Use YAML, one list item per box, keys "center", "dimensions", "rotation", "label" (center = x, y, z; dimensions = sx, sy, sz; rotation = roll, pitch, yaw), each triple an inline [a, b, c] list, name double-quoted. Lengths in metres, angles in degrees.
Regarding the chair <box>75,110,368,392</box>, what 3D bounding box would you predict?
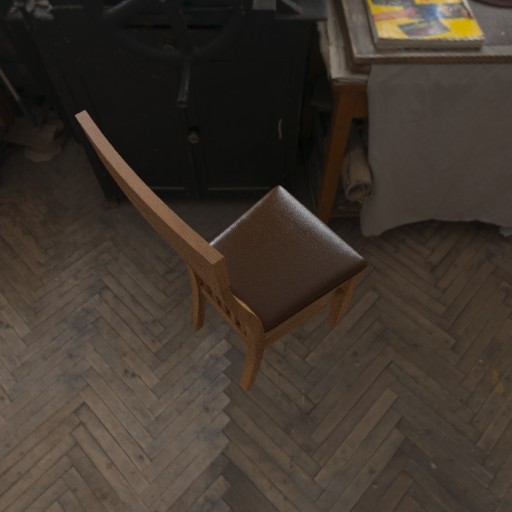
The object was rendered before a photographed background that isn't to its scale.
- center: [0.000, 0.000, 1.317]
  dimensions: [0.580, 1.050, 0.450]
  rotation: [-35, 64, -20]
  label: "chair"
